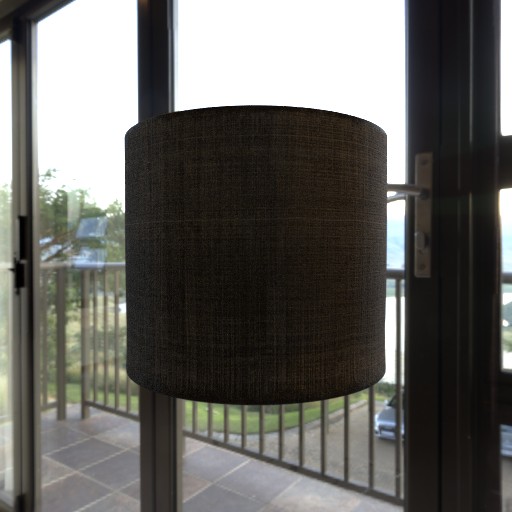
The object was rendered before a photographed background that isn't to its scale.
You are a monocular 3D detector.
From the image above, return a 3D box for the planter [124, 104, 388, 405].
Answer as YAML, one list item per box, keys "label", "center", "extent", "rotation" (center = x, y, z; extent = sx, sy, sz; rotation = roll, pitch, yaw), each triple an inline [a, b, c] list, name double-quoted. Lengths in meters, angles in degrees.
- label: "planter"
  center: [0.000, 0.000, 0.446]
  extent: [0.254, 0.221, 0.254]
  rotation: [0, 1, 0]
